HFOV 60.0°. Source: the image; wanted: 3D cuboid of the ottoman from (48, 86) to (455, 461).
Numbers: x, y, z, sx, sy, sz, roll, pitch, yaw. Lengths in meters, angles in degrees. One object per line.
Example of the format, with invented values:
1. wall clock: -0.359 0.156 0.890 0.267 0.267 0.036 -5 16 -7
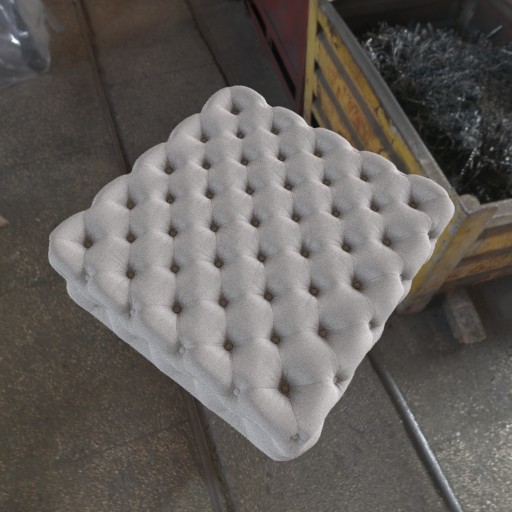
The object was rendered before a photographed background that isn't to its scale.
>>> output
1. ottoman: 0.000 0.000 1.189 0.764 0.365 0.758 32 64 18
